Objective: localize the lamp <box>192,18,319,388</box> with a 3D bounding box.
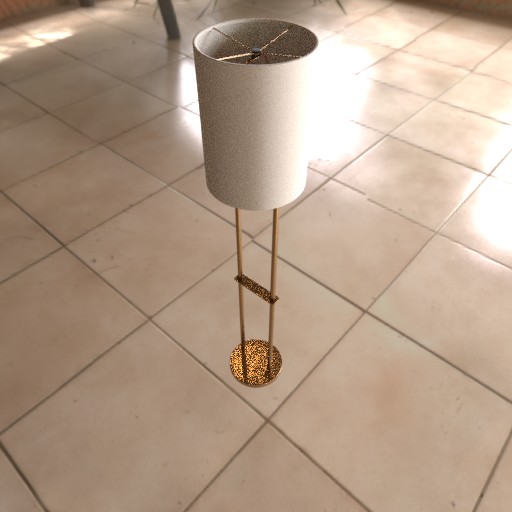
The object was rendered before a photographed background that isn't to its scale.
[{"bbox_3d":[0.000,0.000,1.608,0.306,1.500,0.305,32,54,27],"label":"lamp"}]
